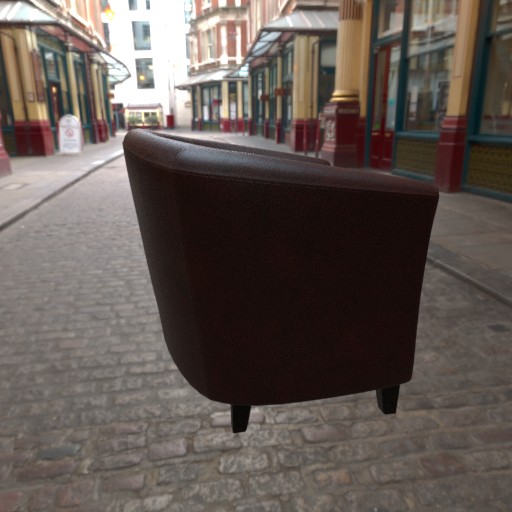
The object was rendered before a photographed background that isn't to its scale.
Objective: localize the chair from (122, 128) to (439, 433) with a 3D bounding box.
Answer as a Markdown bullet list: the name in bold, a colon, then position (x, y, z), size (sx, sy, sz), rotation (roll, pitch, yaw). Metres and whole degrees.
- **chair**: position (0.000, 0.000, 1.366), size (0.727, 0.756, 0.792), rotation (-3, 17, -10)
